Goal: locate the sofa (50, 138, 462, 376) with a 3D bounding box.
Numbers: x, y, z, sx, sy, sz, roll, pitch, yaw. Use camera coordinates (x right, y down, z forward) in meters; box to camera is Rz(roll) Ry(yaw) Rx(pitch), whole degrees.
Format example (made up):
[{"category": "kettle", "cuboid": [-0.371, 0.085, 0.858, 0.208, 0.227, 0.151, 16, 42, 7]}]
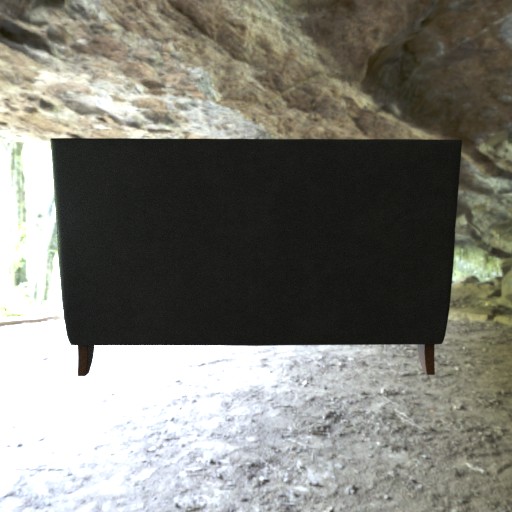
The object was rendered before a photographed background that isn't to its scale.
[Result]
[{"category": "sofa", "cuboid": [0.000, 0.000, 1.978, 1.473, 0.871, 0.787, 0, 2, -1]}]
